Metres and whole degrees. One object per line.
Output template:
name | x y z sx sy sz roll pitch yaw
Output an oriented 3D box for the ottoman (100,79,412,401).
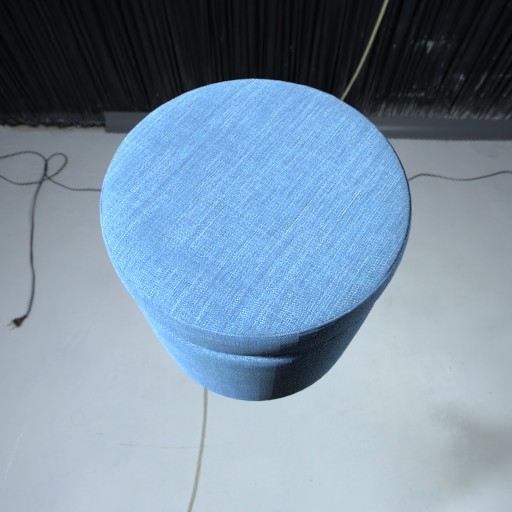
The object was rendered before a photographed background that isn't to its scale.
ottoman | 0.000 0.000 0.724 0.398 0.406 0.398 0 63 0
